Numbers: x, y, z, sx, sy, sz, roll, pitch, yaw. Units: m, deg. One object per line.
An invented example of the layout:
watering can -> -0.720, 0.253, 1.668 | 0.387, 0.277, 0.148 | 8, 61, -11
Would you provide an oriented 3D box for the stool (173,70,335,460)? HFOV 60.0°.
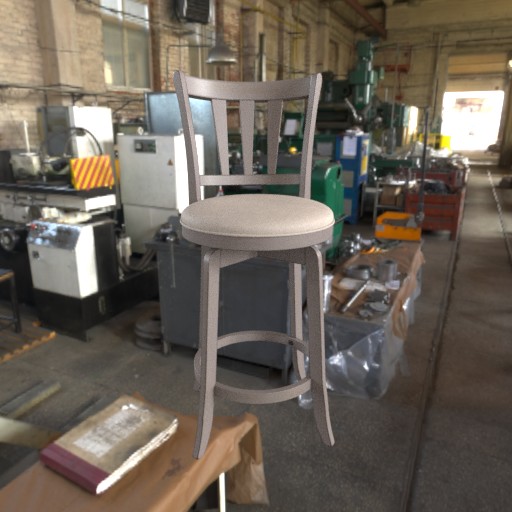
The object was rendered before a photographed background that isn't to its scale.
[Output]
stool -> 0.000, 0.000, 1.280 | 0.436, 1.023, 0.475 | -2, 16, -7
